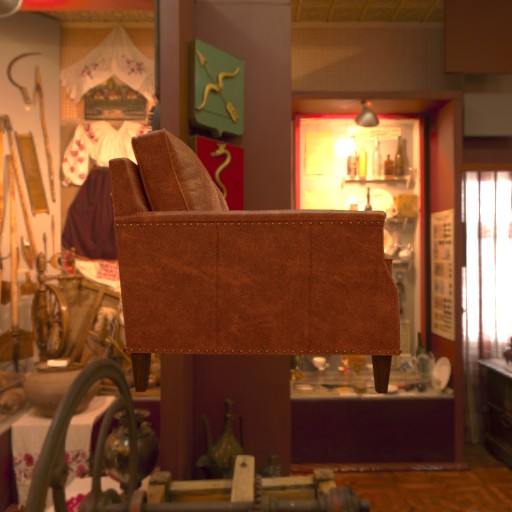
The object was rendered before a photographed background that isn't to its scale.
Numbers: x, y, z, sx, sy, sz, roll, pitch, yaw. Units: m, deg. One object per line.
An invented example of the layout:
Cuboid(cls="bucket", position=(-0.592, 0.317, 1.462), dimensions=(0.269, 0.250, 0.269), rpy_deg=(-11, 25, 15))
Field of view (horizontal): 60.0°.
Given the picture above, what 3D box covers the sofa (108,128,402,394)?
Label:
Cuboid(cls="sofa", position=(0.000, 0.000, 2.356), dimensions=(1.084, 1.003, 1.597), rpy_deg=(0, 0, 1))
